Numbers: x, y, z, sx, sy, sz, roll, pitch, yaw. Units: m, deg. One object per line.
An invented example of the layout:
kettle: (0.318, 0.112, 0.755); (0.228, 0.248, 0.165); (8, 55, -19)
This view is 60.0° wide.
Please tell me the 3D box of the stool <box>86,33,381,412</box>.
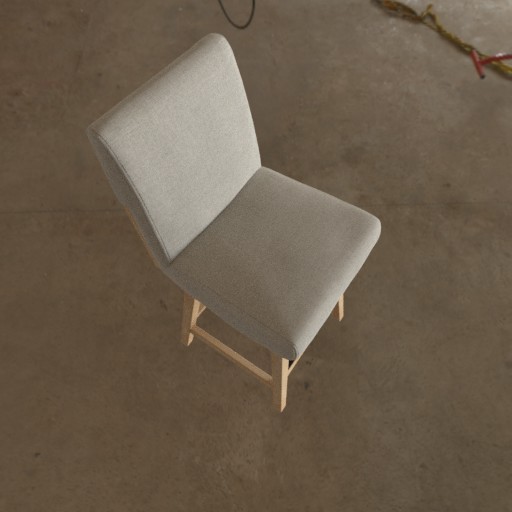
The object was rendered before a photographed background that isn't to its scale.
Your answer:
stool: (0.000, 0.000, 1.405); (0.606, 1.085, 0.507); (31, 63, 18)
